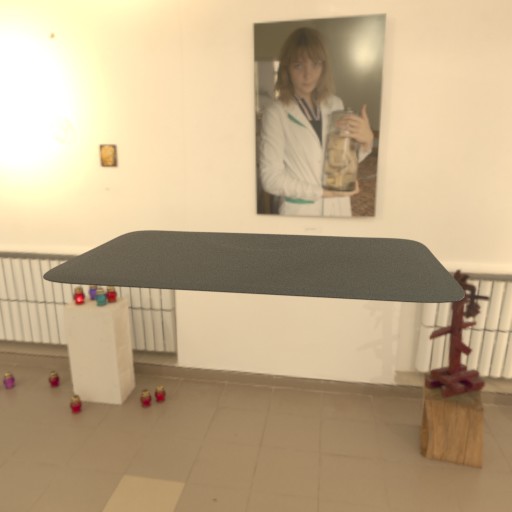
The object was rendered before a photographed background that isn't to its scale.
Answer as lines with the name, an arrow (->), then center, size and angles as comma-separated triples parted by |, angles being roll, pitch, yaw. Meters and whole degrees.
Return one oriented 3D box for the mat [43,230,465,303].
mat -> 0.000, 0.000, 1.908 | 1.524, 0.013, 0.918 | 2, 15, 9
